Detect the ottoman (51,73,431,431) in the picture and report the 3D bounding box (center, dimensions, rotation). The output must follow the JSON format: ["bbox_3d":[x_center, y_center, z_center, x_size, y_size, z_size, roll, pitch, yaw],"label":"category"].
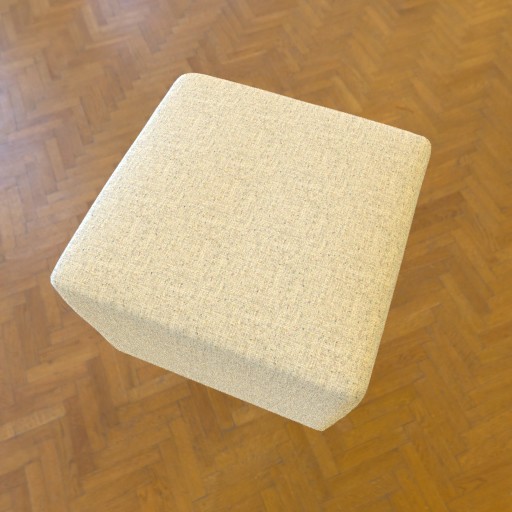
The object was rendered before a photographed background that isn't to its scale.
[{"bbox_3d":[0.000,0.000,0.919,0.521,0.453,0.512,19,65,9],"label":"ottoman"}]
